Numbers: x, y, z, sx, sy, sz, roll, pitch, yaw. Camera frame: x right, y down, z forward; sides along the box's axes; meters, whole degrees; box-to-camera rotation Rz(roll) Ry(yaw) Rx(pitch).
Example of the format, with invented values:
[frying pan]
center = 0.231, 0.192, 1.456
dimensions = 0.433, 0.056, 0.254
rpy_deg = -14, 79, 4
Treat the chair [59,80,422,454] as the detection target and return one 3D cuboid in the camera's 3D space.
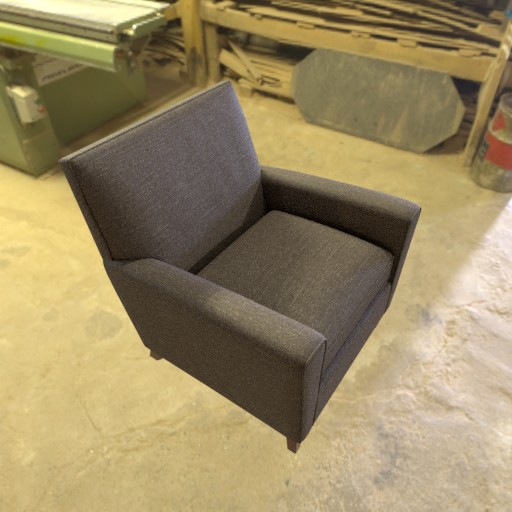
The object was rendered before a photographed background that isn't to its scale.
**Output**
[chair]
center = 0.000, 0.000, 1.615
dimensions = 0.875, 0.885, 0.838
rpy_deg = 25, 47, 25
